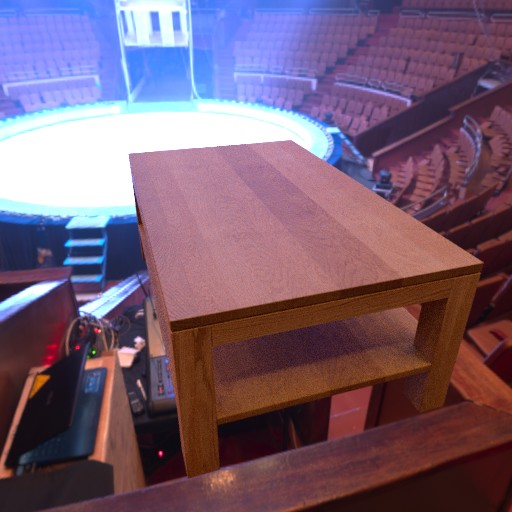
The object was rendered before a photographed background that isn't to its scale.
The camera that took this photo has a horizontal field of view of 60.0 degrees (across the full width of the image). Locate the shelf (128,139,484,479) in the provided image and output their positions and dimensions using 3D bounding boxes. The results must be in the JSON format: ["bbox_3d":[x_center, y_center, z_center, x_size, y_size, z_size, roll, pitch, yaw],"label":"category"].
[{"bbox_3d":[0.000,0.000,1.484,0.700,0.450,1.150,-9,30,-16],"label":"shelf"}]
